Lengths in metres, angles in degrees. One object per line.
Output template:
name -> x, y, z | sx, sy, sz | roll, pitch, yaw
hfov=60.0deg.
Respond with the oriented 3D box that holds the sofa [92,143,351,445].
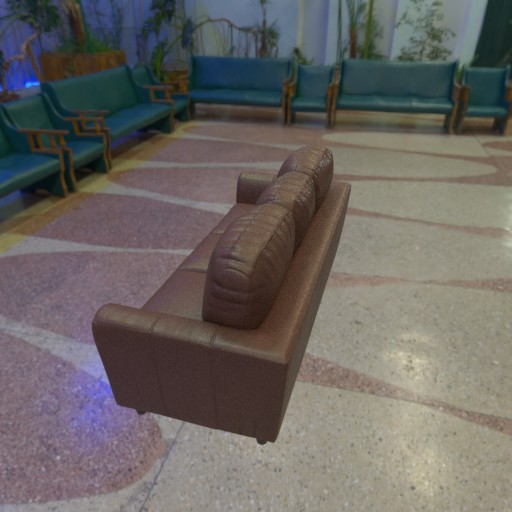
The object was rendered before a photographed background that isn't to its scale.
sofa -> 0.000, 0.000, 2.442 | 0.802, 0.915, 1.862 | 9, 31, 15
